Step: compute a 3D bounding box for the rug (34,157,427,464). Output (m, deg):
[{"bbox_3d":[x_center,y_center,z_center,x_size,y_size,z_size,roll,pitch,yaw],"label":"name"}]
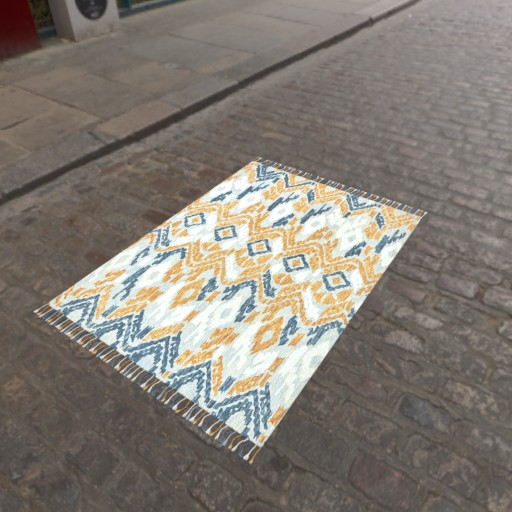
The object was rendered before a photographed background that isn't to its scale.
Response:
[{"bbox_3d":[0.000,0.000,2.338,1.230,0.008,1.827,24,46,26],"label":"rug"}]
